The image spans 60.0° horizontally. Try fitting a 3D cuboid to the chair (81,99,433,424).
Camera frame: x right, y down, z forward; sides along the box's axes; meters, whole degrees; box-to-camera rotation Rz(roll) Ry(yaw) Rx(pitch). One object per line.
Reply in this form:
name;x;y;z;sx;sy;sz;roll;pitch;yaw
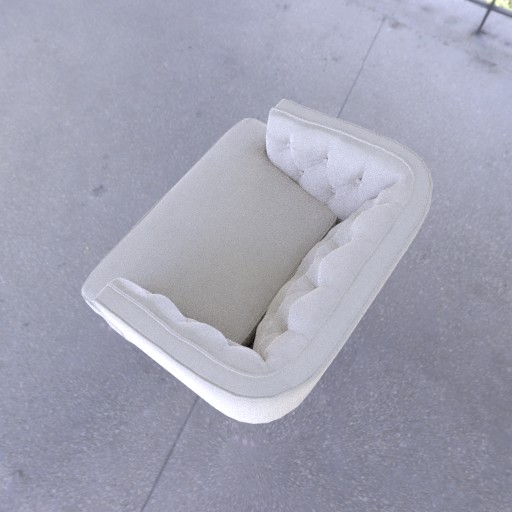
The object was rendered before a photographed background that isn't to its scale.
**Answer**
chair;0.000;0.000;1.782;0.941;0.852;1.104;34;69;15
